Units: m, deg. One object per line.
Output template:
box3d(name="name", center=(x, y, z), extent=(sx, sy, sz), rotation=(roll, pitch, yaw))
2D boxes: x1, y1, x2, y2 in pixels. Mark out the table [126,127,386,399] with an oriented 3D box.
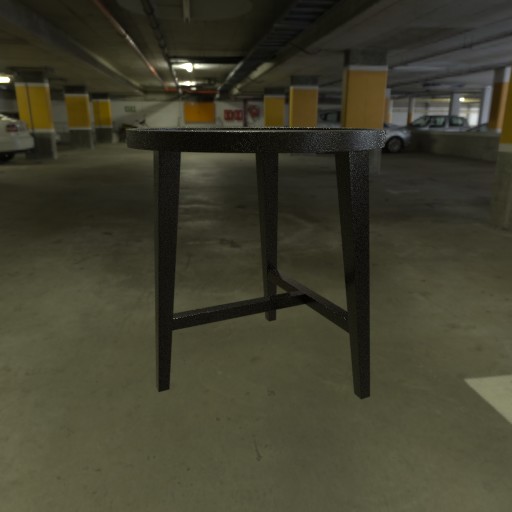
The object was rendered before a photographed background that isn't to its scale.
box3d(name="table", center=(0.000, 0.000, 0.961), extent=(0.500, 0.531, 0.500), rotation=(0, 17, 0))
